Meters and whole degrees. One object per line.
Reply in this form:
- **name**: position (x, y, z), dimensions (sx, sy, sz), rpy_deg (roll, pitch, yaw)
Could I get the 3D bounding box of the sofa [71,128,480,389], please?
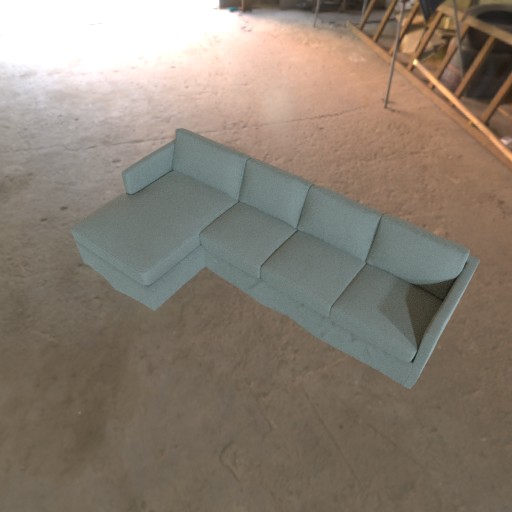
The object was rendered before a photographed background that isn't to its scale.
- **sofa**: position (0.000, 0.000, 3.885), dimensions (3.205, 0.922, 1.650), rpy_deg (29, 52, 25)
